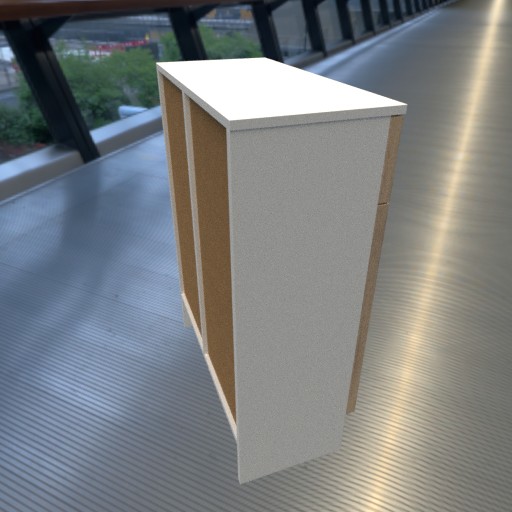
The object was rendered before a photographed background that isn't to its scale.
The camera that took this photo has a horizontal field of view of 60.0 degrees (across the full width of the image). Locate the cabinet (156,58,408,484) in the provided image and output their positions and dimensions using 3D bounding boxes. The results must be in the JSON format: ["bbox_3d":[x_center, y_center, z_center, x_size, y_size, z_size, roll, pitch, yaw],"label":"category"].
[{"bbox_3d":[0.000,0.000,1.084,0.296,0.815,0.600,-11,32,-17],"label":"cabinet"}]
